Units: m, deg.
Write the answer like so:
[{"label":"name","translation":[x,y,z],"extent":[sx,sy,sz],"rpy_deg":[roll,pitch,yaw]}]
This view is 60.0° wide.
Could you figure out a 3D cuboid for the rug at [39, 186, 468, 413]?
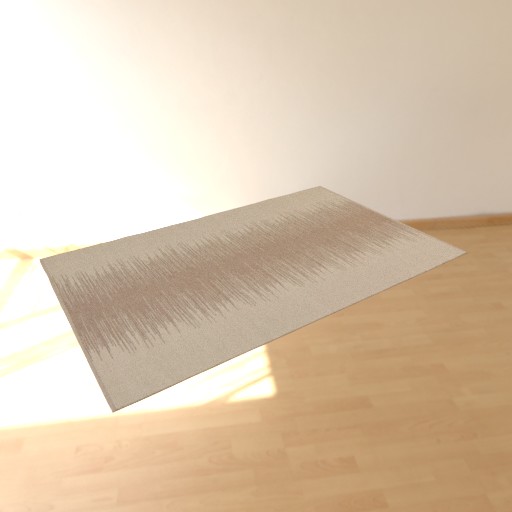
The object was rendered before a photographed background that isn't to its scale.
[{"label":"rug","translation":[0.000,0.000,2.964],"extent":[2.440,0.012,1.522],"rpy_deg":[-18,34,-29]}]
